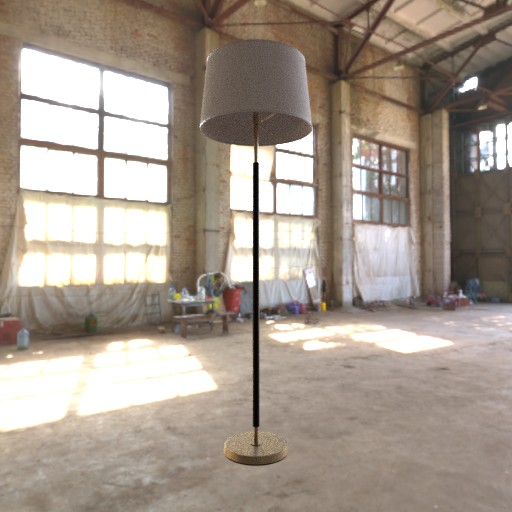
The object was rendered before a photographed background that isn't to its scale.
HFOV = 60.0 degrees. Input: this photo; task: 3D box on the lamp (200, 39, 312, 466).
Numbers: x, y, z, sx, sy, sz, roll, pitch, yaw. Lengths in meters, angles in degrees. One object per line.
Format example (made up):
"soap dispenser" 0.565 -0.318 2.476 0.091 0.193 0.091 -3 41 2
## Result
"lamp" 0.000 0.000 1.655 0.420 1.447 0.420 0 -1 0
